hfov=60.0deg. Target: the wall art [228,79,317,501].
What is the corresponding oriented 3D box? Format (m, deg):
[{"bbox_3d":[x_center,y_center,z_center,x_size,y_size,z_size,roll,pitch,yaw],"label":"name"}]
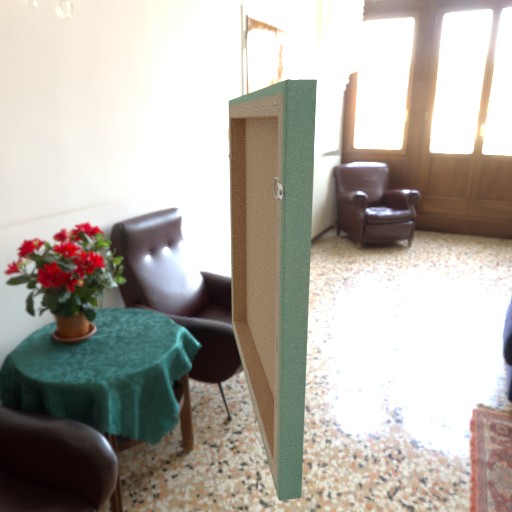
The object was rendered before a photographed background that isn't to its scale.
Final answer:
[{"bbox_3d":[0.000,0.000,1.110,0.054,0.766,0.765,-3,17,-9],"label":"wall art"}]
